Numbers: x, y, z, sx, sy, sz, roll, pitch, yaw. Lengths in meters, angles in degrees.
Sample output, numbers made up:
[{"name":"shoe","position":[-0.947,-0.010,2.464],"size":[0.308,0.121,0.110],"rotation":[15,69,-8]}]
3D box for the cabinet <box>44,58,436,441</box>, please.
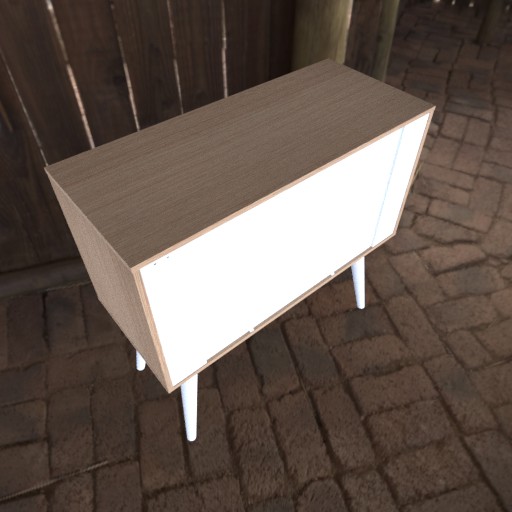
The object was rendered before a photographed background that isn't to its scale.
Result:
[{"name":"cabinet","position":[0.000,0.000,1.630],"size":[1.057,1.016,0.470],"rotation":[-31,54,-26]}]
